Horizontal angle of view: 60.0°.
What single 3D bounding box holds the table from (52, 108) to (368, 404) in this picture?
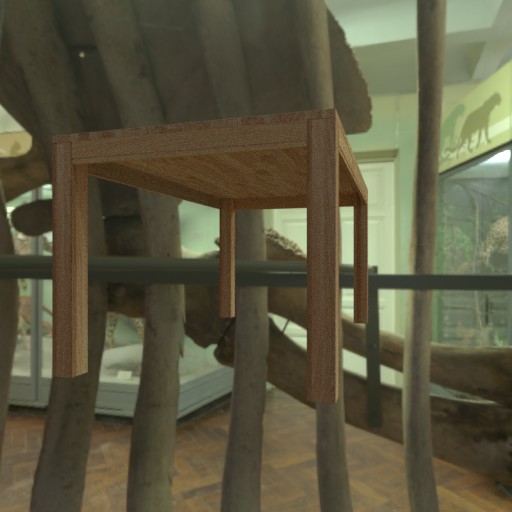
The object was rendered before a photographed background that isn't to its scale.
[{"bbox_3d":[0.000,0.000,2.001,0.900,0.770,1.500,0,0,17],"label":"table"}]
